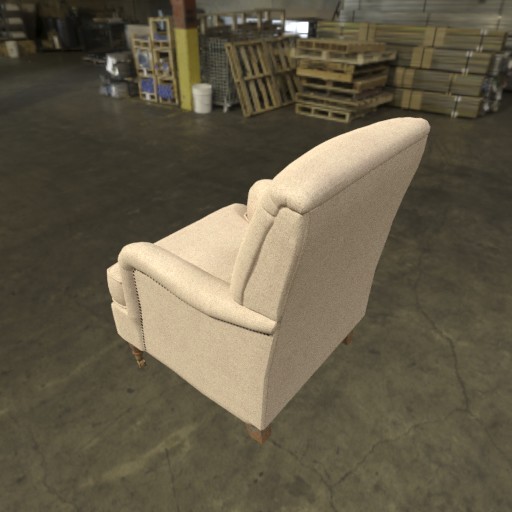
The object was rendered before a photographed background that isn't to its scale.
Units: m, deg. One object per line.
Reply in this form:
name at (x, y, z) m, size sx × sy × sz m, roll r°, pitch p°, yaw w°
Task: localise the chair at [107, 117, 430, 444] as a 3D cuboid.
chair at (0.000, 0.000, 1.807) m, size 0.953 × 1.119 × 0.879 m, roll 22°, pitch 37°, yaw 31°
